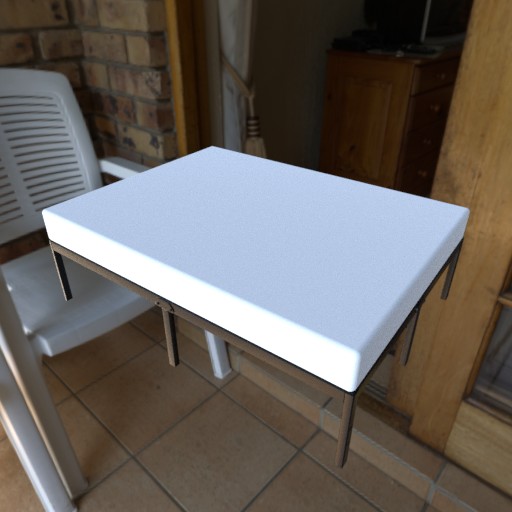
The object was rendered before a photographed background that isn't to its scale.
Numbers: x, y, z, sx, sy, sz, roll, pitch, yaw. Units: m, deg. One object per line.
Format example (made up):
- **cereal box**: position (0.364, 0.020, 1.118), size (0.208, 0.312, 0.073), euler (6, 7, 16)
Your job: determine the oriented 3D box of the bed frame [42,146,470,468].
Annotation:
- **bed frame**: position (0.000, 0.000, 2.794), size (2.072, 0.659, 1.557), euler (21, 37, 30)
